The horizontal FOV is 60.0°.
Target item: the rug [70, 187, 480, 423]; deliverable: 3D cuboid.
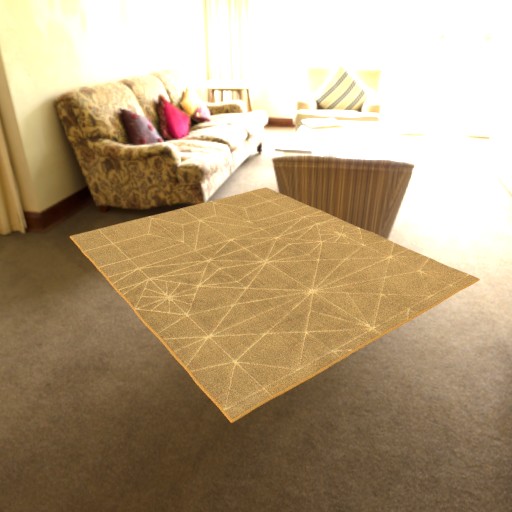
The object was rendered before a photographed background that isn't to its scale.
[{"bbox_3d":[0.000,0.000,0.892,0.548,0.006,0.639,-19,33,-32],"label":"rug"}]
